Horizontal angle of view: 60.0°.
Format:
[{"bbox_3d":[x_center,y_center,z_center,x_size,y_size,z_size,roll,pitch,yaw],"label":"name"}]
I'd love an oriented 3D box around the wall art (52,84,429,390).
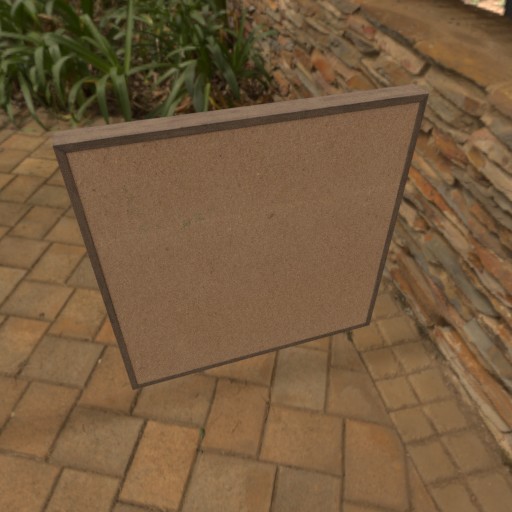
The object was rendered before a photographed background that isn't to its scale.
[{"bbox_3d":[0.000,0.000,0.752,0.508,0.508,0.038,-12,43,-14],"label":"wall art"}]
